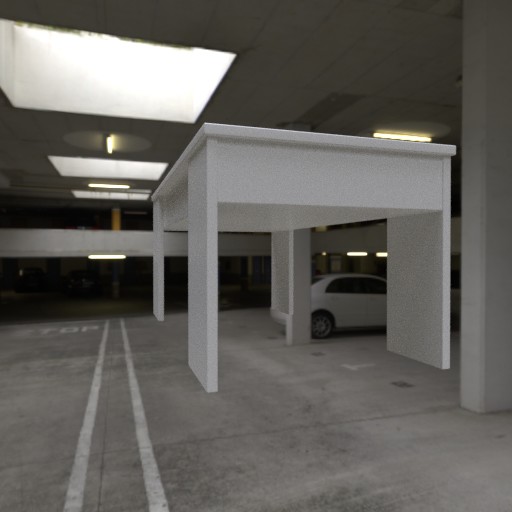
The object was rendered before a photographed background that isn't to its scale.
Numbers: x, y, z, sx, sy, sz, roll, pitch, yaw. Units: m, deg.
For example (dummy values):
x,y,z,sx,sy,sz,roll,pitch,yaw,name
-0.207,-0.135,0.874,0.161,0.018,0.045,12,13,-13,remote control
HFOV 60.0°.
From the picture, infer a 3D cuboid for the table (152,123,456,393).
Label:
x,y,z,sx,sy,sz,roll,pitch,yaw,name
0.000,0.000,1.268,0.500,0.440,1.000,0,1,-18,table
